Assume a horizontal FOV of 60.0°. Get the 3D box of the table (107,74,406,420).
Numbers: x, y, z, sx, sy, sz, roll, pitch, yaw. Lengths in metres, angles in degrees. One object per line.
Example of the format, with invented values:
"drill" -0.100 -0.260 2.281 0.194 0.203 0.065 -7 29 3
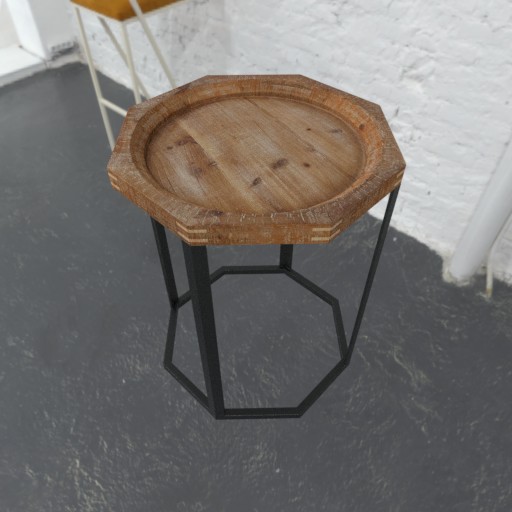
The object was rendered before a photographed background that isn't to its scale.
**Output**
"table" 0.000 0.000 0.880 0.458 0.543 0.458 16 48 15
